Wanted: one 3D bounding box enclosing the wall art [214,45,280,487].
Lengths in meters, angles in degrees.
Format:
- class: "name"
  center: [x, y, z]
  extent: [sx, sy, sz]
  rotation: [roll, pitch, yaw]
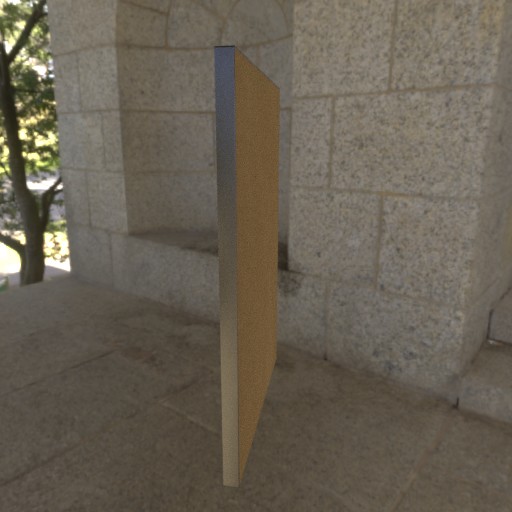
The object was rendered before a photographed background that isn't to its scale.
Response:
- class: "wall art"
  center: [0.000, 0.000, 0.591]
  extent: [0.019, 0.455, 0.314]
  rotation: [3, 14, 10]
